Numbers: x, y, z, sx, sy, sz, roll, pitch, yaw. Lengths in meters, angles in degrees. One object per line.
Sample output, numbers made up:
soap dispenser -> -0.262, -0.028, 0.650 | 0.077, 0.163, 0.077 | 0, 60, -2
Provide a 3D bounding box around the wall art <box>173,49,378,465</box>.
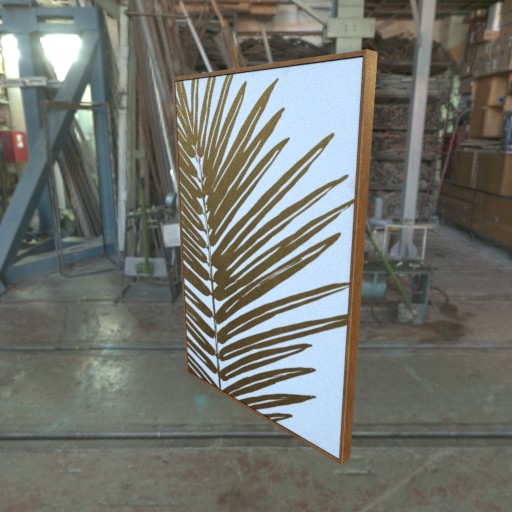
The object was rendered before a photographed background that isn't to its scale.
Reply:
wall art -> 0.000, 0.000, 1.155 | 0.610, 0.914, 0.037 | 15, 21, 42
